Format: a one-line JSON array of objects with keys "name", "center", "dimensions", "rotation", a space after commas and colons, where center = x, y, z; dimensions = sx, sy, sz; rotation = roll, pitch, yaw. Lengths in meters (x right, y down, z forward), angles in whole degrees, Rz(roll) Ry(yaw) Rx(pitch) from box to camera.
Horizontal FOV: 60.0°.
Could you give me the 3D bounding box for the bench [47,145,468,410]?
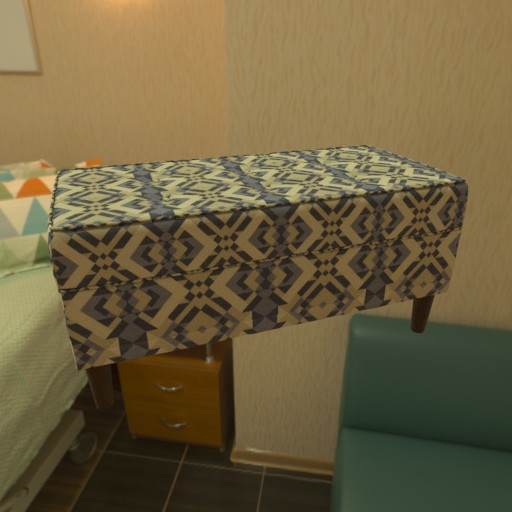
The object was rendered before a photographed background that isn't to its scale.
[{"name": "bench", "center": [0.000, 0.000, 1.269], "dimensions": [1.016, 0.477, 0.492], "rotation": [-9, 27, -18]}]
